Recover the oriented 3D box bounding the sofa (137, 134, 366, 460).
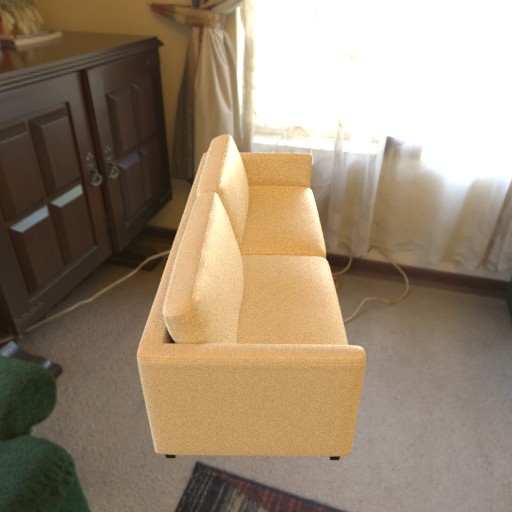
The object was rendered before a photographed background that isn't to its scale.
[{"bbox_3d":[0.000,0.000,2.899,0.948,0.965,2.434,0,32,1],"label":"sofa"}]
